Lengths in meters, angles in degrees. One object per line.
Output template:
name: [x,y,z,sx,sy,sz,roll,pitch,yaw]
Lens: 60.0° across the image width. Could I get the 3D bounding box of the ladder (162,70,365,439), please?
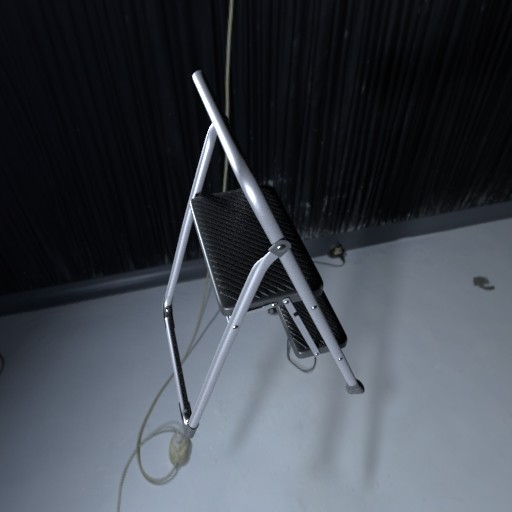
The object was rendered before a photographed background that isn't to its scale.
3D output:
ladder: [0.000,0.000,0.989,0.472,0.720,0.430,-12,47,-11]
